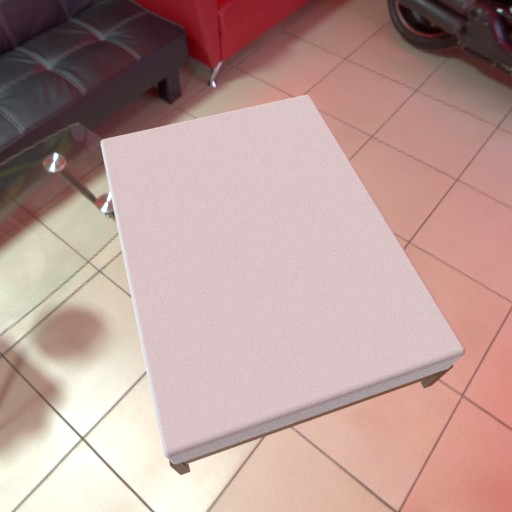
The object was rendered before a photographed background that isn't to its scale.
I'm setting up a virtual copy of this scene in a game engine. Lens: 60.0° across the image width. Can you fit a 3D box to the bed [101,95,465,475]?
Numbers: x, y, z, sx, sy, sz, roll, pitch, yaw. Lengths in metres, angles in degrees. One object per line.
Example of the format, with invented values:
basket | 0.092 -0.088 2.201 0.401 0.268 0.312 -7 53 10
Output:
bed | 0.000 0.000 2.783 1.529 0.593 2.050 -16 59 -10
